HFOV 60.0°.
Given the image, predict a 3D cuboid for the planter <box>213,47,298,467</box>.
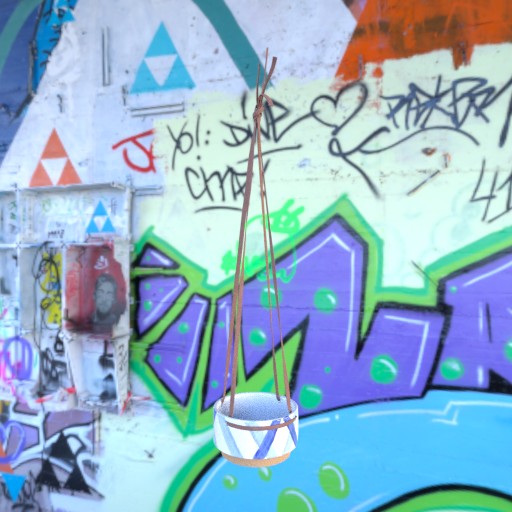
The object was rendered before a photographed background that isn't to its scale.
[{"bbox_3d":[0.000,0.000,0.849,0.166,0.751,0.166,0,1,18],"label":"planter"}]
